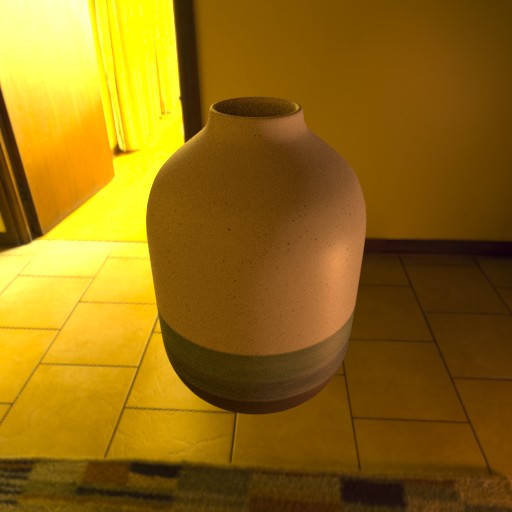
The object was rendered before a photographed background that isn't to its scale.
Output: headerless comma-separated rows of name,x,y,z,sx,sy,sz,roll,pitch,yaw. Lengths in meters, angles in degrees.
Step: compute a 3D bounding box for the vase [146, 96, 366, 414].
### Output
vase,0.000,0.000,0.366,0.169,0.240,0.169,0,32,0
